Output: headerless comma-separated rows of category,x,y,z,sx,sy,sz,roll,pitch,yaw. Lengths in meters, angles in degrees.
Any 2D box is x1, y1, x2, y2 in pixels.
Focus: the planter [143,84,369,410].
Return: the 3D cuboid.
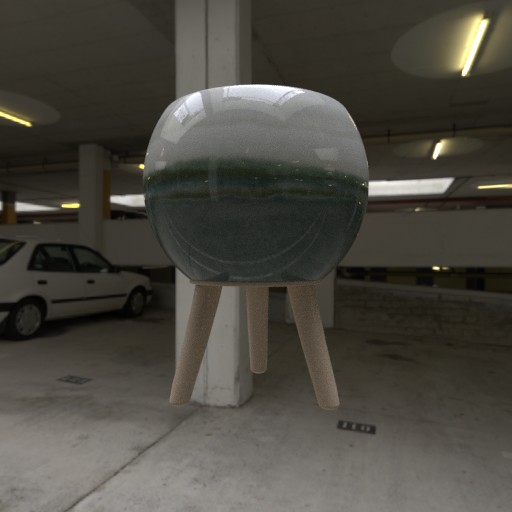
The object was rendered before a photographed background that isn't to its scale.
planter,0.000,0.000,0.448,0.222,0.278,0.222,0,0,0
